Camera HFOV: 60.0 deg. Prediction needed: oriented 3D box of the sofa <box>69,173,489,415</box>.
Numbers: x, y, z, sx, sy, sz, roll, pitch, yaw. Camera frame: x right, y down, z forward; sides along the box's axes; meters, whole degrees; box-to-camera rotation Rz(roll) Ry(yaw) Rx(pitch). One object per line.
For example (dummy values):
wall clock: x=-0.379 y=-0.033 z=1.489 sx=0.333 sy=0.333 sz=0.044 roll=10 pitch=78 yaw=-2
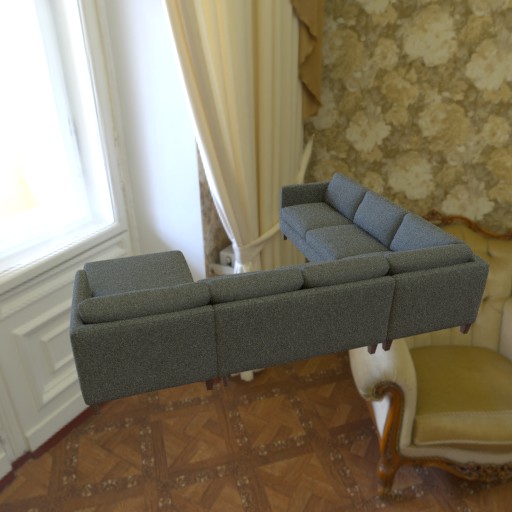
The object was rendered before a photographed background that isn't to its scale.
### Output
sofa: x=0.000 y=0.000 z=4.339 sx=3.238 sy=0.853 sz=2.551 roll=-8 pitch=27 yaw=-16
